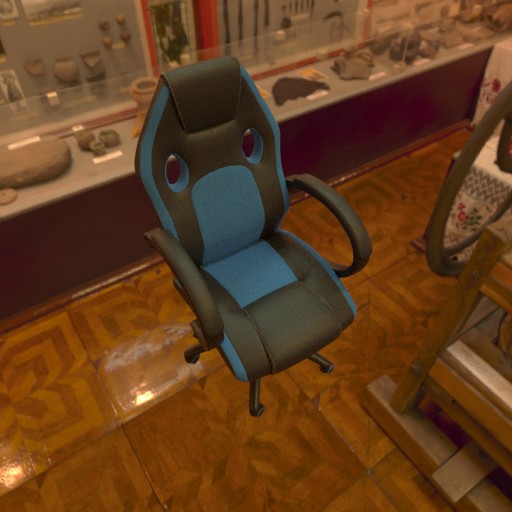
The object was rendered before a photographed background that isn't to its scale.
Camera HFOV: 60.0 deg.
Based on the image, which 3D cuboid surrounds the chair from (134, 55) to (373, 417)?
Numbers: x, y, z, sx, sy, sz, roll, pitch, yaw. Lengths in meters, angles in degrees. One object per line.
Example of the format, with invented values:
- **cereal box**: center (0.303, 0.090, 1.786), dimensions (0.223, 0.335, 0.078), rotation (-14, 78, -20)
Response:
- **chair**: center (0.000, 0.000, 1.624), dimensions (0.673, 1.187, 0.724), rotation (-25, 51, -22)
